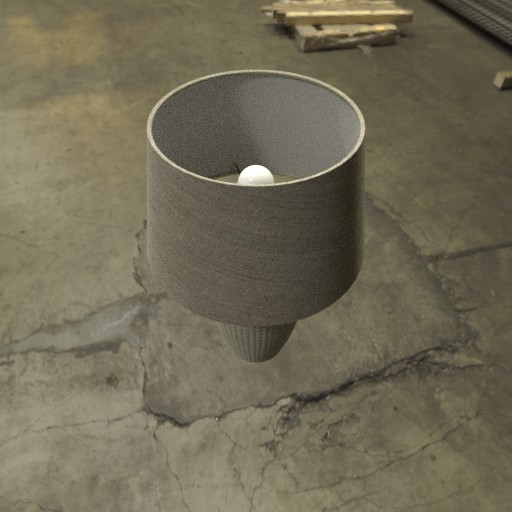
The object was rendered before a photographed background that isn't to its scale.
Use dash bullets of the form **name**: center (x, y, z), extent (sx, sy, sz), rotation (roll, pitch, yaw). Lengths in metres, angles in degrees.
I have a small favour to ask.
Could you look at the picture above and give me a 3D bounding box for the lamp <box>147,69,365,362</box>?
- **lamp**: center (0.000, 0.000, 0.845), extent (0.390, 0.580, 0.390), rotation (0, 48, 0)
